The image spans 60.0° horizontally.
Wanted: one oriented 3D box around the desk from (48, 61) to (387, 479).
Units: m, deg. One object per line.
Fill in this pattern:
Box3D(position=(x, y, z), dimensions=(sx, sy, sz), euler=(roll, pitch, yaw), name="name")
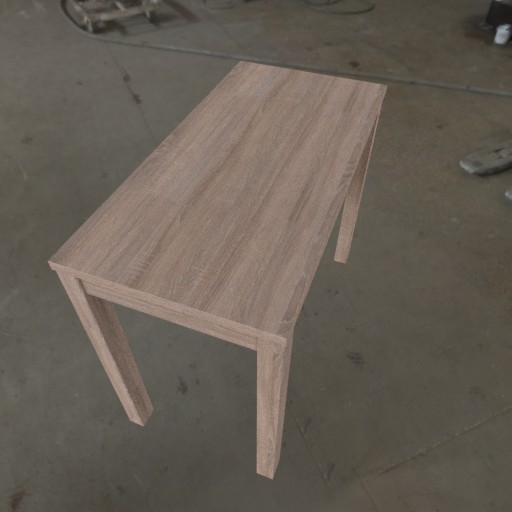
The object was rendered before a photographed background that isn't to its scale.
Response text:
Box3D(position=(0.000, 0.000, 1.404), dimensions=(0.495, 0.762, 0.991), euler=(16, 49, 14), name="desk")
